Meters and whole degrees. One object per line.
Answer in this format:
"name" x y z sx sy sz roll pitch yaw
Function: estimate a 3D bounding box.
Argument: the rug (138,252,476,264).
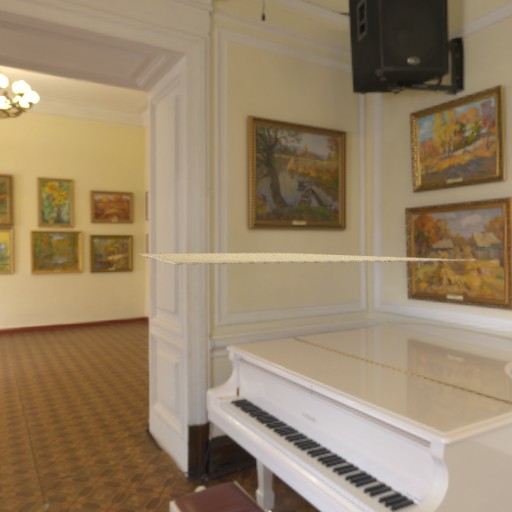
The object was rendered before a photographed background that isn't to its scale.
"rug" 0.000 0.000 2.594 1.222 0.009 2.084 0 1 -18
